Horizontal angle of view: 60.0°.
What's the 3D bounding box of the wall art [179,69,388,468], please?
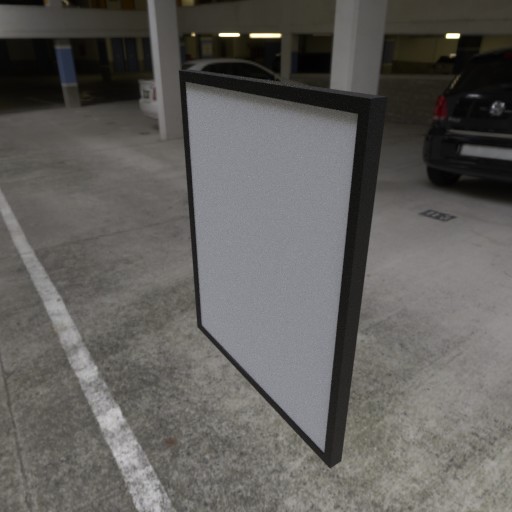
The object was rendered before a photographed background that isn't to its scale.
[{"bbox_3d":[0.000,0.000,0.535,0.018,0.397,0.325,-17,31,-30],"label":"wall art"}]
